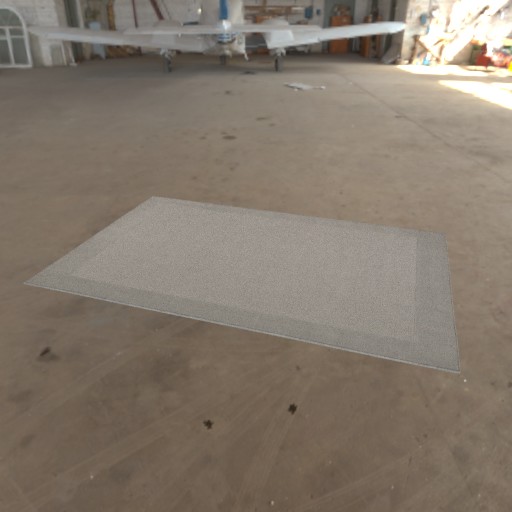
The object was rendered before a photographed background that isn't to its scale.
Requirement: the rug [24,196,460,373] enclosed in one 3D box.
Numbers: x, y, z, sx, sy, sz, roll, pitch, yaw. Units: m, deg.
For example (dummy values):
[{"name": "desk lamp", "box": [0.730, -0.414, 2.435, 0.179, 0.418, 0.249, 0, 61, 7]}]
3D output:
[{"name": "rug", "box": [0.000, 0.000, 2.961, 2.438, 0.014, 1.524, 9, 30, 16]}]
